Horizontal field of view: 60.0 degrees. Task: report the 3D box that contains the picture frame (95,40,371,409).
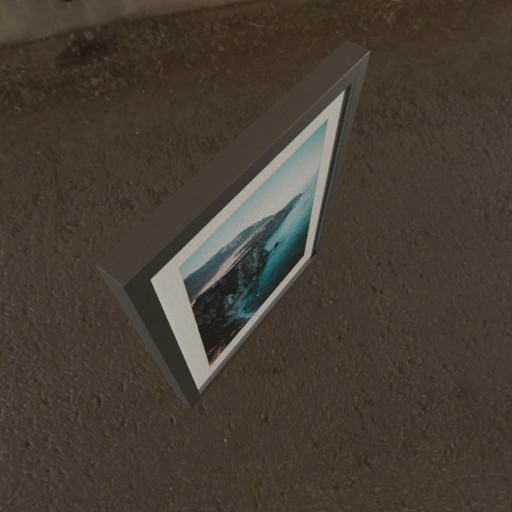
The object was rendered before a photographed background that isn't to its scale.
[{"bbox_3d":[0.000,0.000,1.362,0.073,0.968,0.839,34,65,19],"label":"picture frame"}]
